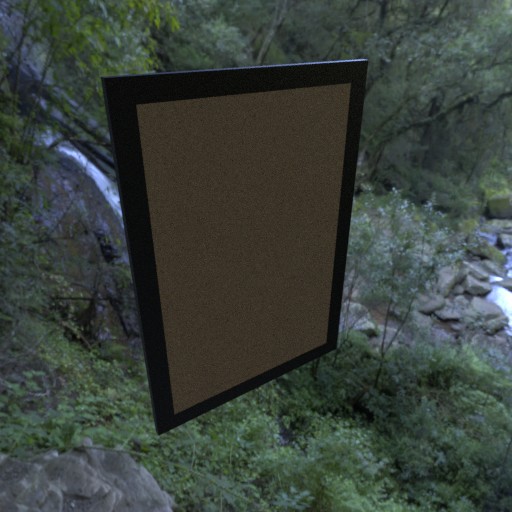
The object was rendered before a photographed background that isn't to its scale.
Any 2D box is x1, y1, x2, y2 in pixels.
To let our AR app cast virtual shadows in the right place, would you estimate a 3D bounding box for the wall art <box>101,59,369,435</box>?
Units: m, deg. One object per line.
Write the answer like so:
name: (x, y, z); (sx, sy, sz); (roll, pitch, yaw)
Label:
wall art: (0.000, 0.000, 0.677); (0.381, 0.534, 0.013); (-18, 33, -29)
